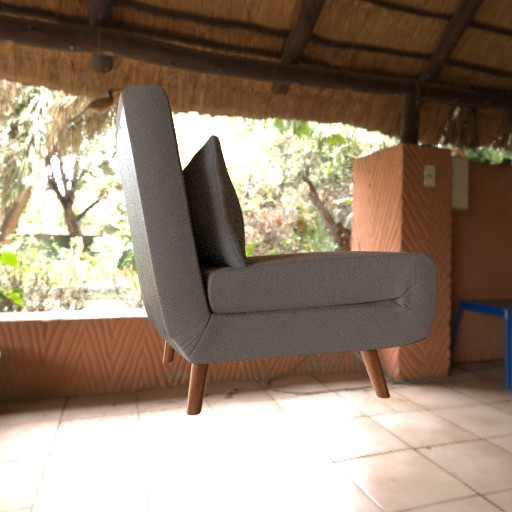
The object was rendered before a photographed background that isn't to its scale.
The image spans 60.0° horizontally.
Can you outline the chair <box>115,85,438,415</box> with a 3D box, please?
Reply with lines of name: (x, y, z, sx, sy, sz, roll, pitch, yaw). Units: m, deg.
chair: (0.000, 0.000, 1.490, 0.902, 0.808, 0.770, 0, 0, -18)
